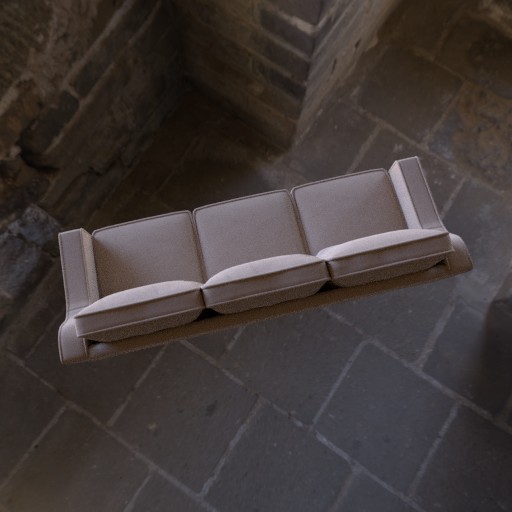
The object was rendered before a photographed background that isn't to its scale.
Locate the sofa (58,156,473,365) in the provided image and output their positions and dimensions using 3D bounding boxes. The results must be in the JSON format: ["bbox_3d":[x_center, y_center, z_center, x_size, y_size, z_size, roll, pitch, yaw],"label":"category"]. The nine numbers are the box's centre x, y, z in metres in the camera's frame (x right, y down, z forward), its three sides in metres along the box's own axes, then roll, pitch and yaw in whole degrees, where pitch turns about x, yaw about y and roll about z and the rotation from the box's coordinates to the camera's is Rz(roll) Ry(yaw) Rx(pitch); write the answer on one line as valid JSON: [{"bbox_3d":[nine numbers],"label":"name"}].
[{"bbox_3d":[0.000,0.000,2.589,2.131,0.902,0.791,-13,75,-3],"label":"sofa"}]
